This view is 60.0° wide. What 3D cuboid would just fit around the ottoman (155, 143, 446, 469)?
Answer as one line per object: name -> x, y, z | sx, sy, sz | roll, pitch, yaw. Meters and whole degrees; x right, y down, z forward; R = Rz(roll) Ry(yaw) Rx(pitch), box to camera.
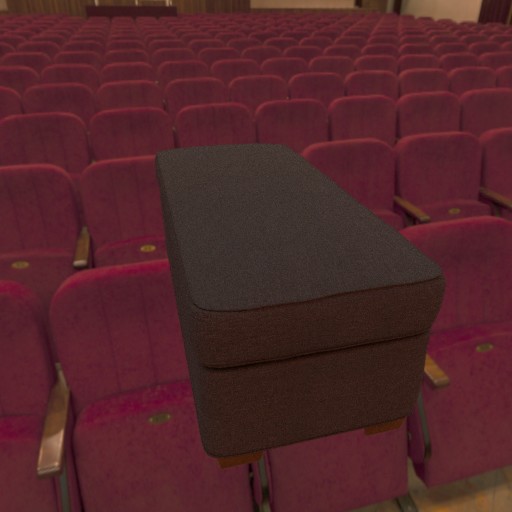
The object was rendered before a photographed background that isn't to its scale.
ottoman -> 0.000, 0.000, 1.350 | 0.515, 0.460, 1.110 | -7, 29, -13
